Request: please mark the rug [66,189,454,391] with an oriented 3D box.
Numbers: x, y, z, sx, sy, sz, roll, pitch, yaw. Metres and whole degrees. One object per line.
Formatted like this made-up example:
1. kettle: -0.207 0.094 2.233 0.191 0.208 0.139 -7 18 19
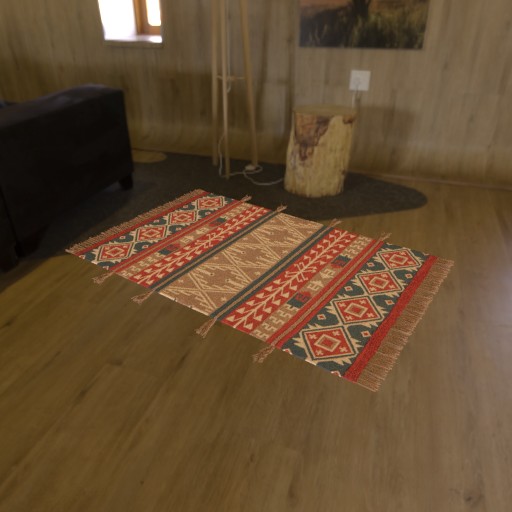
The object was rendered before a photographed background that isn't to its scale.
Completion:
1. rug: 0.000 0.000 2.673 2.025 0.040 1.469 19 35 30
